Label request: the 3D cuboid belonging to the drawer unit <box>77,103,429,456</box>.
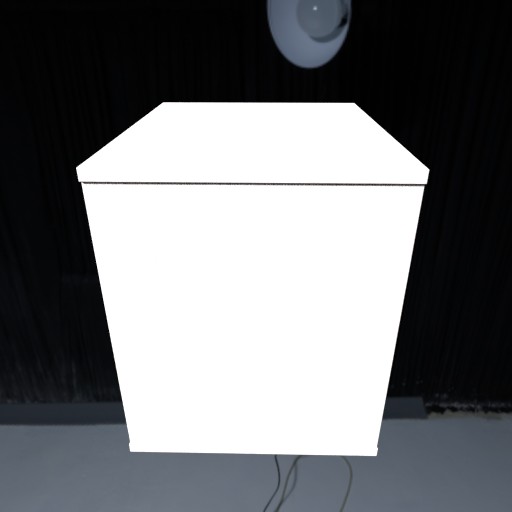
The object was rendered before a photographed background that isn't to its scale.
[{"bbox_3d":[0.000,0.000,0.598,0.290,0.344,0.349,1,27,1],"label":"drawer unit"}]
